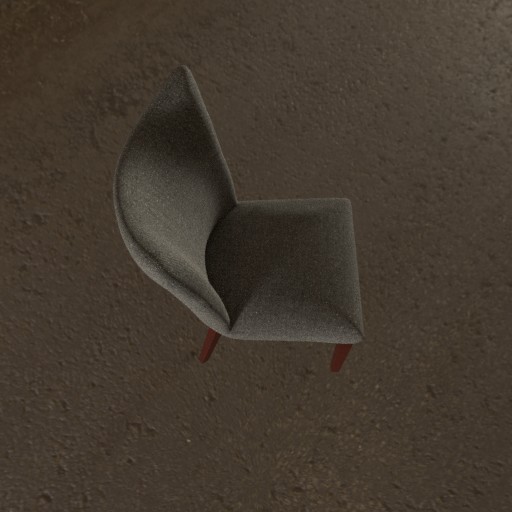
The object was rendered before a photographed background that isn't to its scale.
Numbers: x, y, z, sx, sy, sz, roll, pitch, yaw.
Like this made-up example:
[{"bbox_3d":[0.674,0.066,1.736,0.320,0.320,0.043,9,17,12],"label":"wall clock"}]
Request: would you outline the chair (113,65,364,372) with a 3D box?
[{"bbox_3d":[0.000,0.000,1.318,0.623,0.924,0.535,1,63,0],"label":"chair"}]
